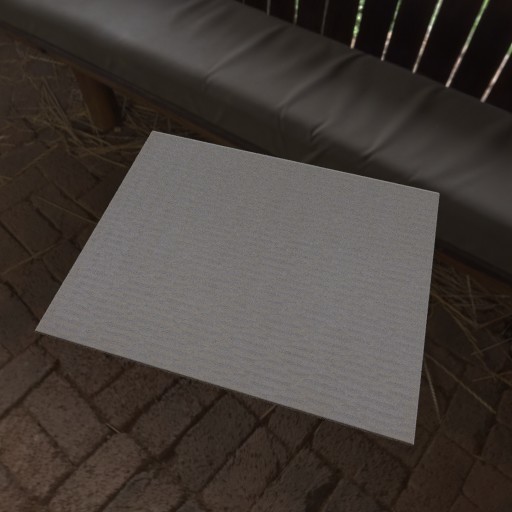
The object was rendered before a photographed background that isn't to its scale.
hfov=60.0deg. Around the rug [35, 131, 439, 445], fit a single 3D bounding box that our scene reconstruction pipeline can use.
[{"bbox_3d":[0.000,0.000,3.989,3.055,0.021,2.410,14,60,8],"label":"rug"}]
